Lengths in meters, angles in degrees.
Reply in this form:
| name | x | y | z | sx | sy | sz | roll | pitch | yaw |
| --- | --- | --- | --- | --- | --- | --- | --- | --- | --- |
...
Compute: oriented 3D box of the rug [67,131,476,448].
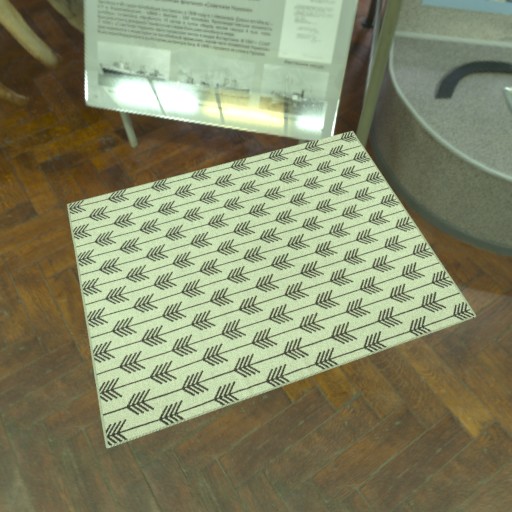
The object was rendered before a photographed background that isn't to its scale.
| name | x | y | z | sx | sy | sz | roll | pitch | yaw |
| --- | --- | --- | --- | --- | --- | --- | --- | --- | --- |
| rug | 0.000 | 0.000 | 3.979 | 3.061 | 0.010 | 2.330 | -17 | 60 | -10 |
